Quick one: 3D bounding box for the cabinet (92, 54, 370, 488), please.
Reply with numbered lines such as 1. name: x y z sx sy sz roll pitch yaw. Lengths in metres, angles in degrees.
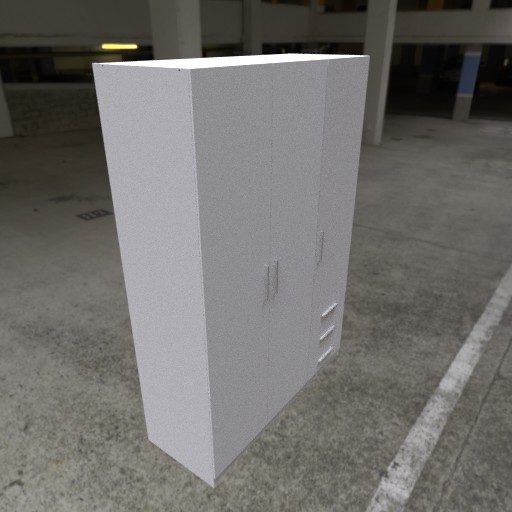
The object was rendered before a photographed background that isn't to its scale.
1. cabinet: 0.000 0.000 2.349 0.510 1.910 1.290 19 32 33
